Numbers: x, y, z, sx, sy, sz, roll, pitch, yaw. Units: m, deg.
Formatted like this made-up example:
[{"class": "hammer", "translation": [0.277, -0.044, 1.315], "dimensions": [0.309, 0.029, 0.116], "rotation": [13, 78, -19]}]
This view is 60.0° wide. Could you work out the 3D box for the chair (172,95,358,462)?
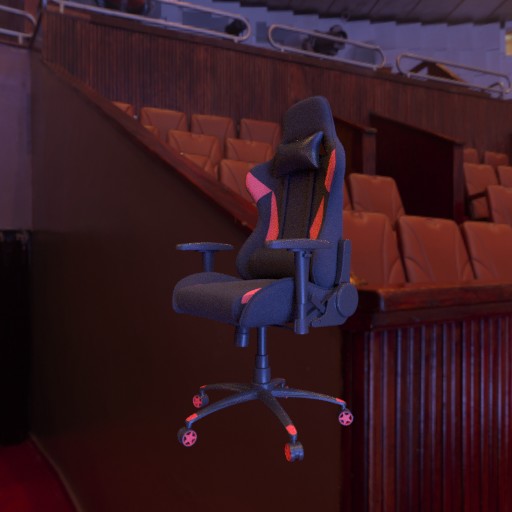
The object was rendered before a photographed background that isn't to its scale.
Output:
[{"class": "chair", "translation": [0.000, 0.000, 1.736], "dimensions": [0.658, 1.326, 0.695], "rotation": [0, 0, -36]}]
